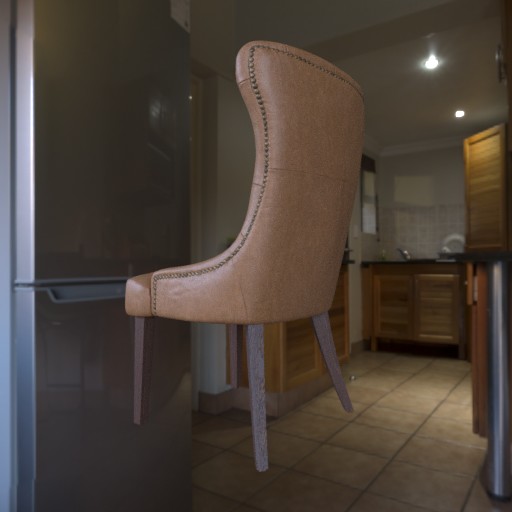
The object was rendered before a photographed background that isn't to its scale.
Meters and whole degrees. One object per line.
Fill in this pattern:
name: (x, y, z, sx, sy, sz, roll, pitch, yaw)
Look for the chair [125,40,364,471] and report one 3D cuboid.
chair: (0.000, 0.000, 1.434, 0.669, 1.065, 0.611, 0, 0, 37)
